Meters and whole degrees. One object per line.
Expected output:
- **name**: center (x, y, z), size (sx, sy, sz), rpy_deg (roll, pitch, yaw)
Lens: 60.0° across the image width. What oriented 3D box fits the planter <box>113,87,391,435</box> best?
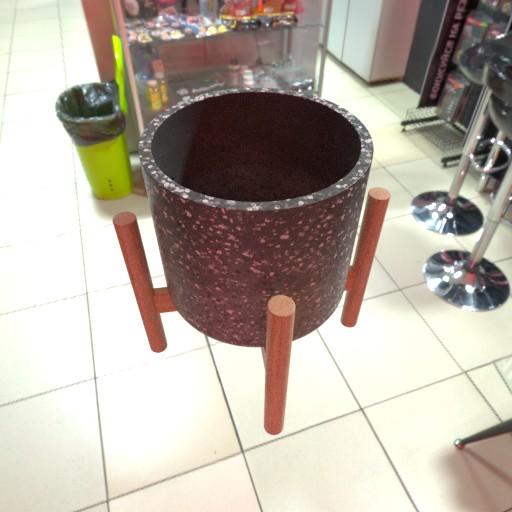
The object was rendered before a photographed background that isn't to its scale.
- **planter**: center (0.000, 0.000, 0.538), size (0.284, 0.320, 0.284), rpy_deg (10, 46, 10)
